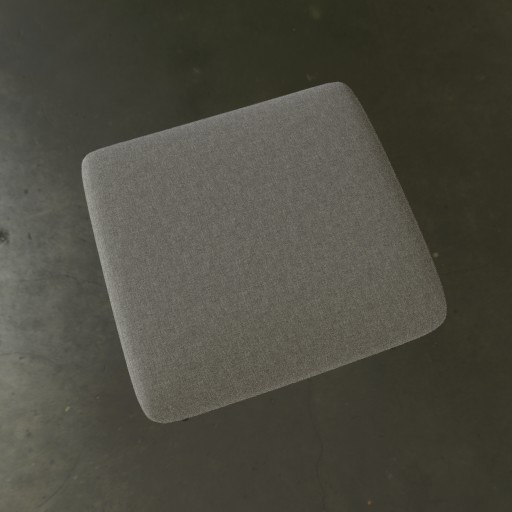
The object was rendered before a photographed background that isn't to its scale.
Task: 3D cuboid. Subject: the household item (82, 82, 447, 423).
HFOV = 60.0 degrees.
[{"bbox_3d":[0.000,0.000,0.898,0.530,0.410,0.530,-18,75,-5],"label":"household item"}]
